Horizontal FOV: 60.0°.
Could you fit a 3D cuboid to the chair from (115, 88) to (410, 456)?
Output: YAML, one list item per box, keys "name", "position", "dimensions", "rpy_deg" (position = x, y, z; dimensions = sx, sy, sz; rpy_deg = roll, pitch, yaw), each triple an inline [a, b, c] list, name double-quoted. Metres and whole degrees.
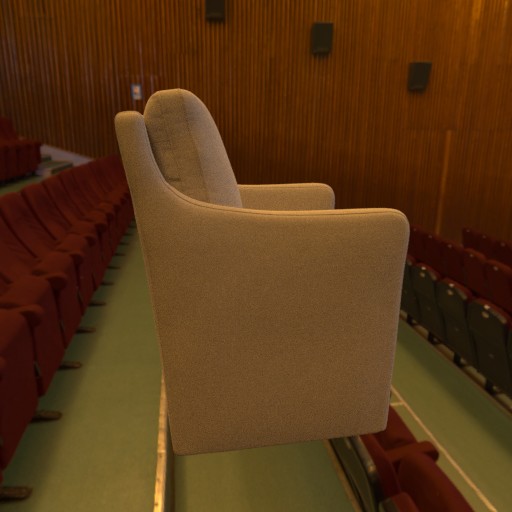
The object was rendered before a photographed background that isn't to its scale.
- name: "chair"
  position: [0.000, 0.000, 1.343]
  dimensions: [0.694, 0.914, 0.626]
  rpy_deg: [-3, 16, -10]
